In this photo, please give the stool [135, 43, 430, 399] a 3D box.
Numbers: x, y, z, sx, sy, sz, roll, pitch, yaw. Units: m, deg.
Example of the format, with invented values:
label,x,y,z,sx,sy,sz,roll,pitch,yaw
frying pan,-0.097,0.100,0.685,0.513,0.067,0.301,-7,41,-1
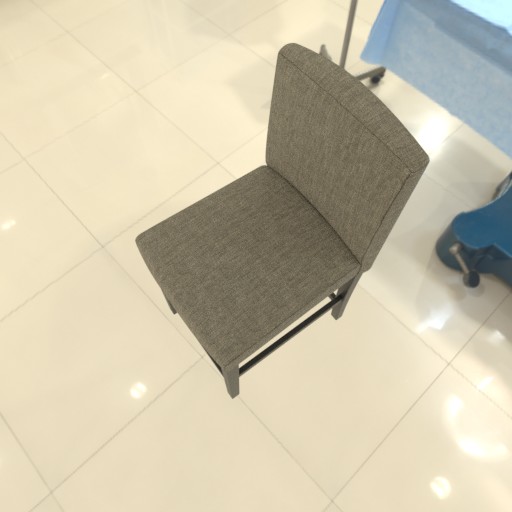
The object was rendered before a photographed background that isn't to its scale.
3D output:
label,x,y,z,sx,sy,sz,roll,pitch,yaw
stool,0.000,0.000,1.278,0.552,0.966,0.451,-33,67,-16
